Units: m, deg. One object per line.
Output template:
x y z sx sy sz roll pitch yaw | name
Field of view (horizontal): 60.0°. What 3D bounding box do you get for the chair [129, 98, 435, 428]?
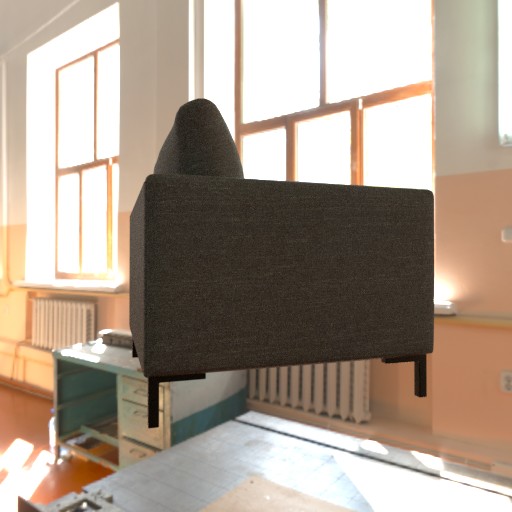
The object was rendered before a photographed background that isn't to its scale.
0.000 0.000 1.598 0.845 0.841 0.940 0 -1 -18 | chair
